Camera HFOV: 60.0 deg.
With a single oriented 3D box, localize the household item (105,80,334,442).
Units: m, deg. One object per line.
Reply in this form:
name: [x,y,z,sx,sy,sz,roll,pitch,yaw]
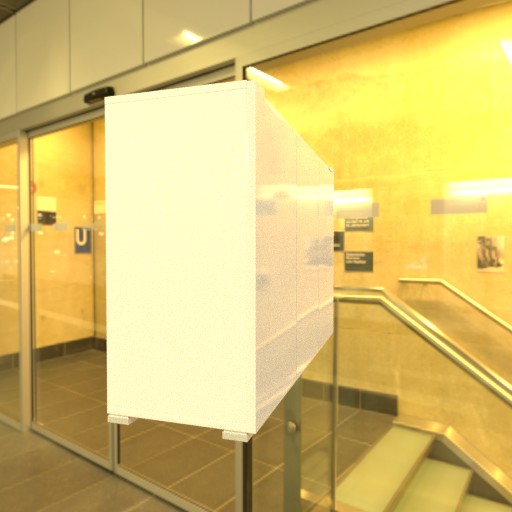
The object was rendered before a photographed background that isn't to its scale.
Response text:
household item: [0.000,0.000,1.736,0.420,0.867,1.300,0,1,18]
